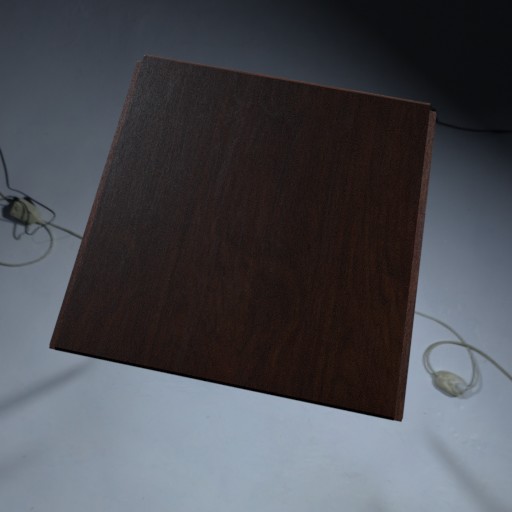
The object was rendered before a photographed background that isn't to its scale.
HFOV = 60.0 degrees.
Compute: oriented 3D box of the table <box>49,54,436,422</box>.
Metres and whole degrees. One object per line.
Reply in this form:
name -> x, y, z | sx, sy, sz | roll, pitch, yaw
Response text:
table -> 0.000, 0.000, 1.466 | 0.843, 0.763, 0.812 | 11, 76, 3
